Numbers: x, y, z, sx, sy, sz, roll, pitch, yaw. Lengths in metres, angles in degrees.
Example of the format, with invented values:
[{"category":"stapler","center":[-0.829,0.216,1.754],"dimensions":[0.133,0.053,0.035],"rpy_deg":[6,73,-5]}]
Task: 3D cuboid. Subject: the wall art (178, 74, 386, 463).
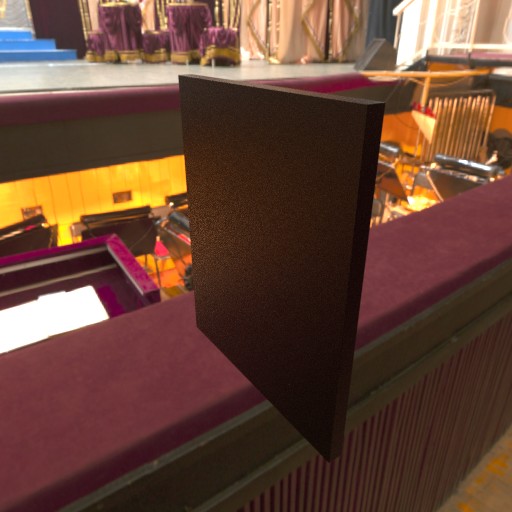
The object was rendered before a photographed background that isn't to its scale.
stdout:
[{"category":"wall art","center":[0.000,0.000,0.770],"dimensions":[0.028,0.557,0.457],"rpy_deg":[-17,31,-31]}]
